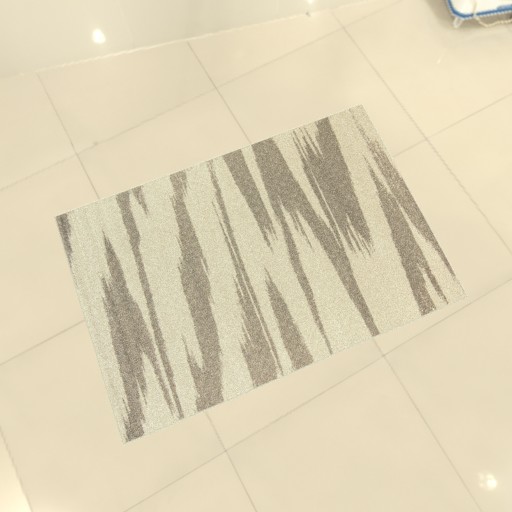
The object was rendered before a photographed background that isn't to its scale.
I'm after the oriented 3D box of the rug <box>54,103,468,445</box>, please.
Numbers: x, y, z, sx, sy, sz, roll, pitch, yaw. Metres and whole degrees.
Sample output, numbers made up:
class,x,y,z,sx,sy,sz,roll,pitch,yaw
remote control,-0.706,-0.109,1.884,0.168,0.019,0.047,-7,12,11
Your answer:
class,x,y,z,sx,sy,sz,roll,pitch,yaw
rug,0.000,0.000,2.297,1.827,0.008,1.225,-22,75,-6
